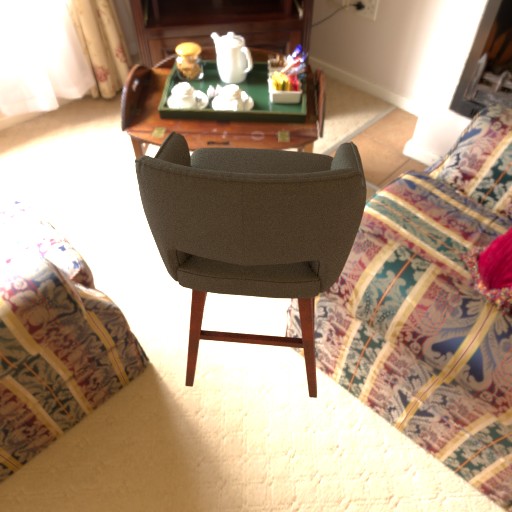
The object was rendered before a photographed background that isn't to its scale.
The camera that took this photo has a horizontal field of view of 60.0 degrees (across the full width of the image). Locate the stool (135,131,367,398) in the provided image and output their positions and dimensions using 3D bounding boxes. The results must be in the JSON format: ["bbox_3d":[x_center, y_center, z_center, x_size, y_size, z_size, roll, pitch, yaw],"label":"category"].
[{"bbox_3d":[0.000,0.000,1.339,0.548,1.012,0.558,4,49,4],"label":"stool"}]
